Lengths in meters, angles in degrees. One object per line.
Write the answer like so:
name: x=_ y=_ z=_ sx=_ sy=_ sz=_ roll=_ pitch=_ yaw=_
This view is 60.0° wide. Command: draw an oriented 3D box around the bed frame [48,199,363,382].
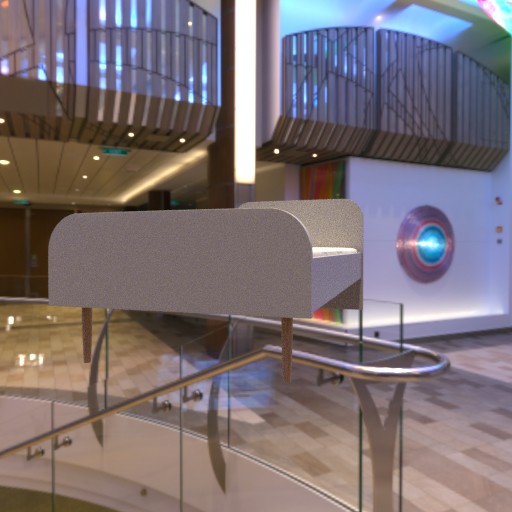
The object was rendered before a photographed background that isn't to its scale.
bed frame: x=0.000 y=0.000 z=2.440 sx=0.998 sy=0.805 sz=1.963 roll=0 pitch=1 yaw=18
